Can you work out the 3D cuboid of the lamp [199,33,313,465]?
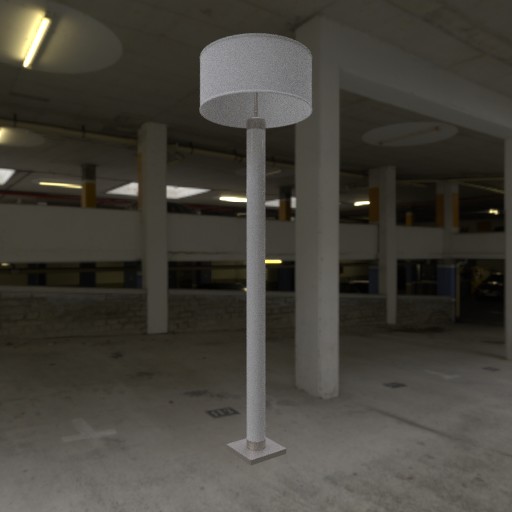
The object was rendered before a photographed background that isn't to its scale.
[{"bbox_3d":[0.000,0.000,1.661,0.420,1.475,0.420,0,0,-36],"label":"lamp"}]
